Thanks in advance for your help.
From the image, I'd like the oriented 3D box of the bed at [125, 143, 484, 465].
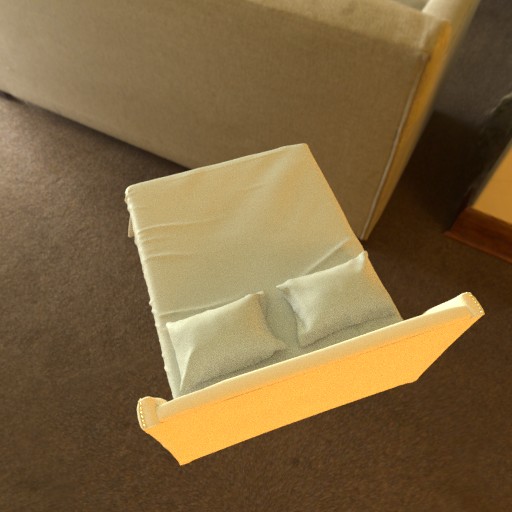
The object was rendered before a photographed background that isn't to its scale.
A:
[{"bbox_3d":[0.000,0.000,3.365,1.925,1.332,2.276,-16,60,-10],"label":"bed"}]
